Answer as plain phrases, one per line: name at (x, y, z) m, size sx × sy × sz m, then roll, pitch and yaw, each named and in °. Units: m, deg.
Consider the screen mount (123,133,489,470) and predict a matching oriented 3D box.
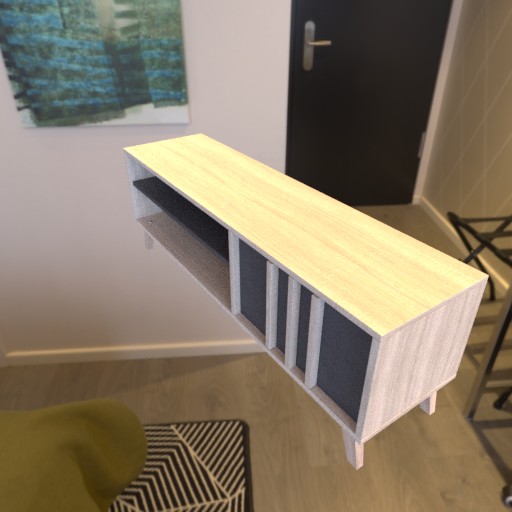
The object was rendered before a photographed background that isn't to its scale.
screen mount at (0.000, 0.000, 1.680) m, size 0.401 × 0.509 × 1.500 m, roll -20°, pitch 37°, yaw -29°
